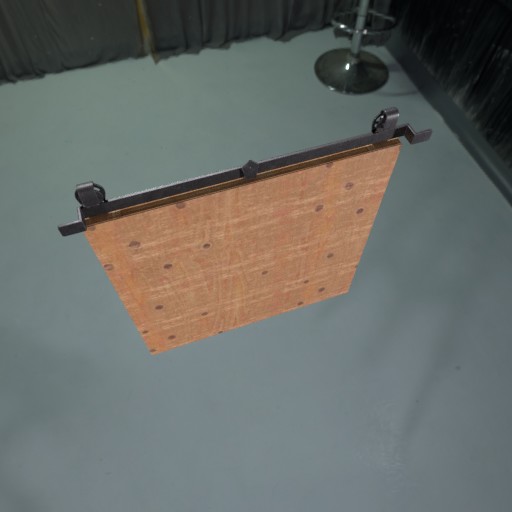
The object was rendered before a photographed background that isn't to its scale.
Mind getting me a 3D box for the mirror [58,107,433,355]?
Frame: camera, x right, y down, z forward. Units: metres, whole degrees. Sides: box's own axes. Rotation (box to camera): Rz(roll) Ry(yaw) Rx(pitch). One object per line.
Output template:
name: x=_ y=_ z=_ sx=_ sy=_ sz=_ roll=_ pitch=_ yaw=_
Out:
mirror: x=0.000 y=0.000 z=1.202 sx=0.805 sy=0.800 sz=0.054 roll=-16 pitch=59 yaw=-10
